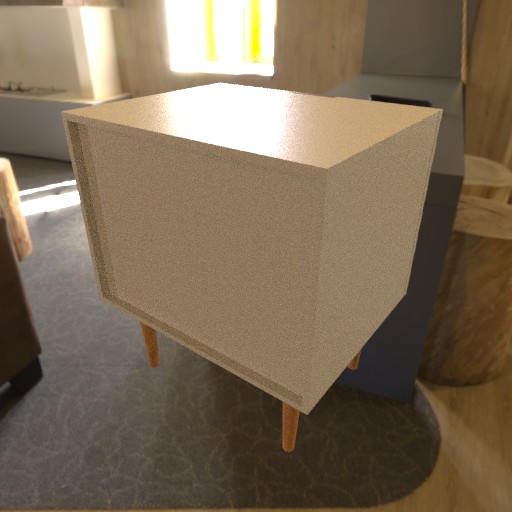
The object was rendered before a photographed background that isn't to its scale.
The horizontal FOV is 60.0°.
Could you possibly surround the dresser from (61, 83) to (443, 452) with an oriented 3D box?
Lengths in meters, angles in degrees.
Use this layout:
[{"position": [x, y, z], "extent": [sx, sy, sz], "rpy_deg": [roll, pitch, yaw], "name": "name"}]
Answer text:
[{"position": [0.000, 0.000, 0.890], "extent": [0.503, 0.568, 0.414], "rpy_deg": [20, 35, 32], "name": "dresser"}]
